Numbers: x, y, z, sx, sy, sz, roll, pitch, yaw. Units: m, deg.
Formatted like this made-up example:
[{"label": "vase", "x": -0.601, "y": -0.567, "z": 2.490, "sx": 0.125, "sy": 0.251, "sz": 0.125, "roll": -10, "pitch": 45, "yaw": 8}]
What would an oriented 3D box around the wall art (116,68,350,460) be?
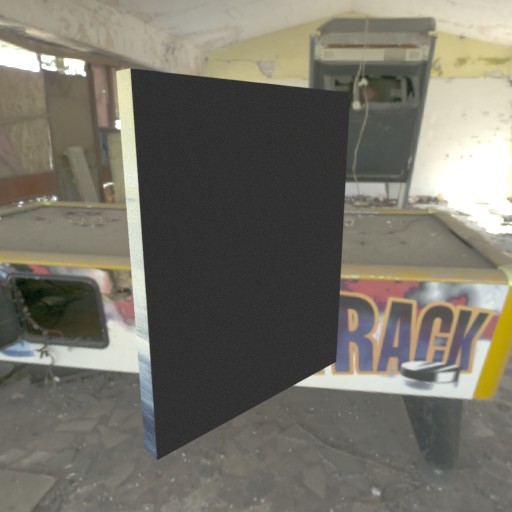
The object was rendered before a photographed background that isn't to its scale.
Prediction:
[{"label": "wall art", "x": 0.000, "y": 0.000, "z": 0.836, "sx": 0.489, "sy": 0.608, "sz": 0.040, "roll": -14, "pitch": 20, "yaw": -41}]
